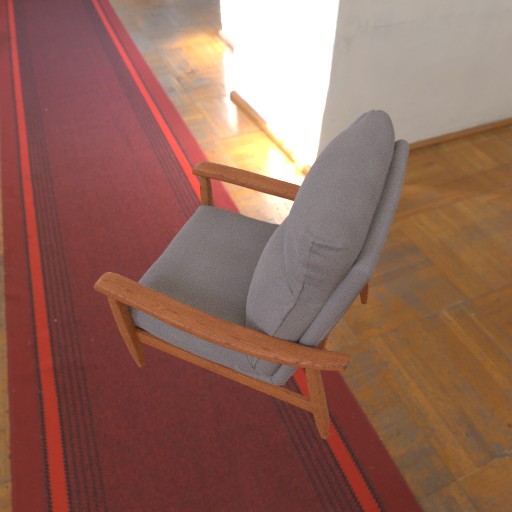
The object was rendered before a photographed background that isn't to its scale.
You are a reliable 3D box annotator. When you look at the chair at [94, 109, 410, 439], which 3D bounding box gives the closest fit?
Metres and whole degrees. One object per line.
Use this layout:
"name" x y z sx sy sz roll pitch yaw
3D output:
"chair" 0.000 0.000 1.548 0.816 0.922 0.782 16 48 15
